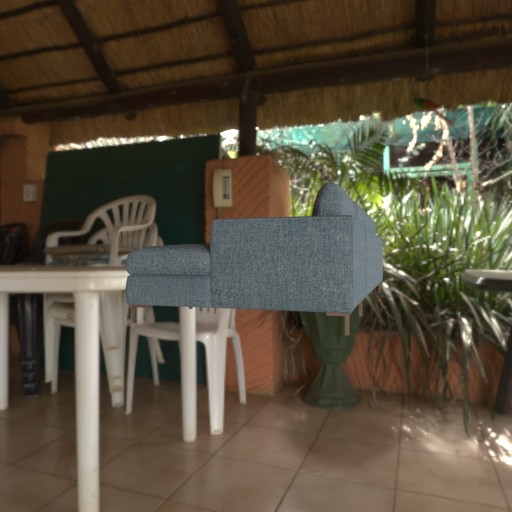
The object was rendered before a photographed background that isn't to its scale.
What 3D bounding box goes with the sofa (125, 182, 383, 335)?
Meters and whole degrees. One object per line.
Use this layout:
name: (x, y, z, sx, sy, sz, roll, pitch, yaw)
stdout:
sofa: (0.000, 0.000, 3.642, 1.879, 0.753, 2.737, 0, 0, 19)
